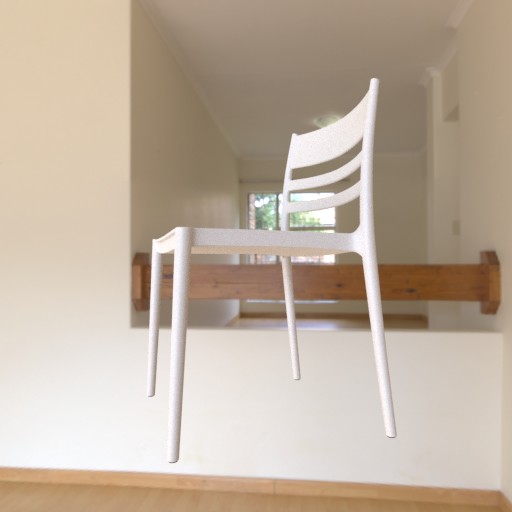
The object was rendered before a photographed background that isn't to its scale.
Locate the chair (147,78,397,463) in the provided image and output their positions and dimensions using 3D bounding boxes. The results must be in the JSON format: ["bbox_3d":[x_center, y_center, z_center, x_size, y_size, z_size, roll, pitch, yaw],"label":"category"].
[{"bbox_3d":[0.000,0.000,1.150,0.511,0.800,0.531,0,-1,-19],"label":"chair"}]
